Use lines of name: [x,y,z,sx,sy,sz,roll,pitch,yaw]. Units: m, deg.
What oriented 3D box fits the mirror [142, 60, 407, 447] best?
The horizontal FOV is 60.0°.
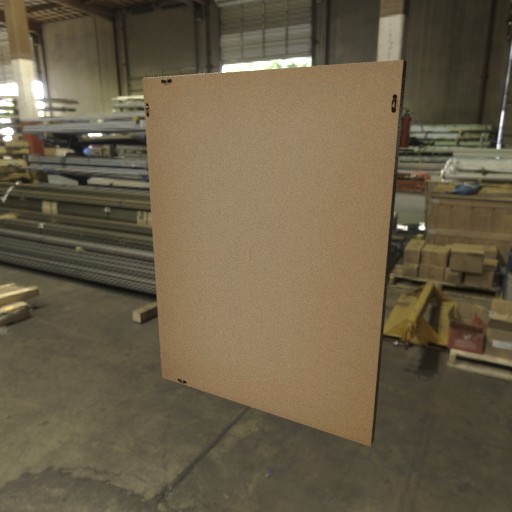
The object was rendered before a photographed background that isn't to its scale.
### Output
mirror: [0.000,0.000,1.309,0.762,1.016,0.040,9,18,28]
